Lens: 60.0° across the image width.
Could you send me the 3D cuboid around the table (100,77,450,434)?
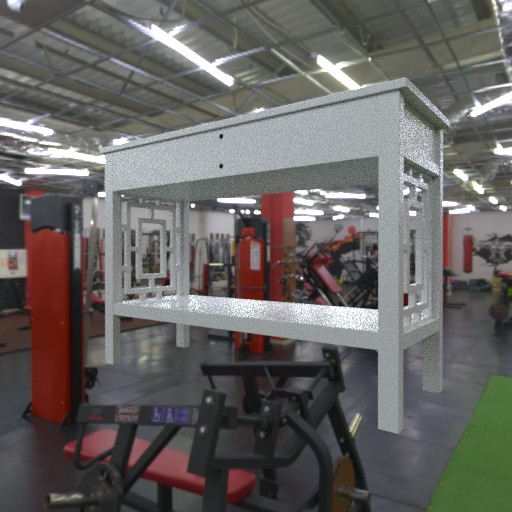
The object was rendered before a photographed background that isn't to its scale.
[{"bbox_3d":[0.000,0.000,1.401,1.068,0.753,0.397,0,1,36],"label":"table"}]
